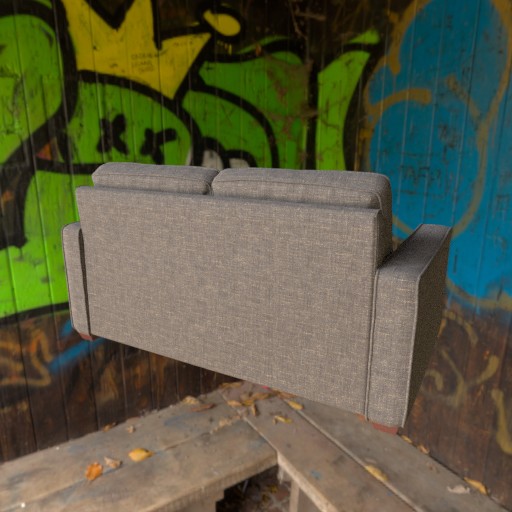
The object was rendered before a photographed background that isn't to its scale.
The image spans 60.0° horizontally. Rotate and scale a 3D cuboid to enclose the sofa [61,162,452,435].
[{"bbox_3d":[0.000,0.000,2.203,1.709,0.918,0.947,8,18,28],"label":"sofa"}]
